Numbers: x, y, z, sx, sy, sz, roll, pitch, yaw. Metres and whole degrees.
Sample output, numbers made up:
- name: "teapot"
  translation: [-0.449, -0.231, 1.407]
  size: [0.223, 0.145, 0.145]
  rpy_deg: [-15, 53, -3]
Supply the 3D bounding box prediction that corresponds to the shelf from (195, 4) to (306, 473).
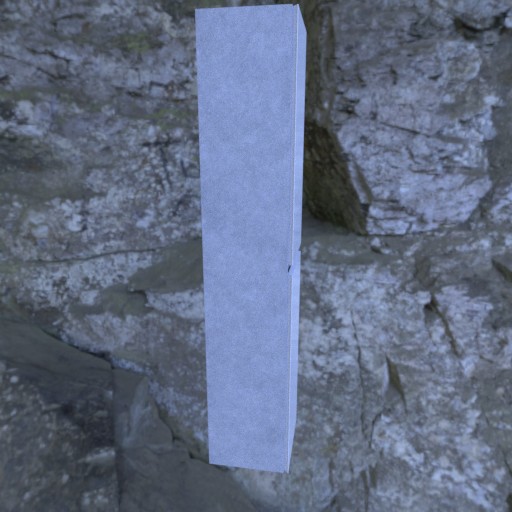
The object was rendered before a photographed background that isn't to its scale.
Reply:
- name: "shelf"
  translation: [0.000, 0.000, 1.457]
  size: [0.270, 1.400, 0.300]
  rpy_deg: [3, 15, 10]
